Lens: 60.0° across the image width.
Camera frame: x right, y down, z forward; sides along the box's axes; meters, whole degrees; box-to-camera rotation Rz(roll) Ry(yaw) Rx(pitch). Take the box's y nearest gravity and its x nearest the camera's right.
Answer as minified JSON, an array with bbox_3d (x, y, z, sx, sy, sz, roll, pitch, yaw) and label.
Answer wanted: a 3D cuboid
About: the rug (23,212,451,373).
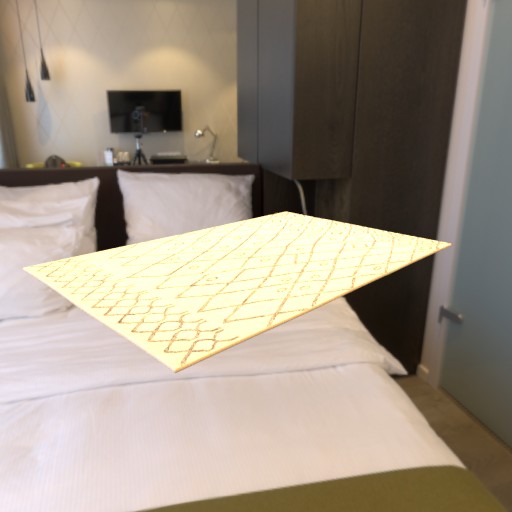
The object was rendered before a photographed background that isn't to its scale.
[{"bbox_3d":[0.000,0.000,2.248,1.828,0.015,1.222,-16,24,-42],"label":"rug"}]
